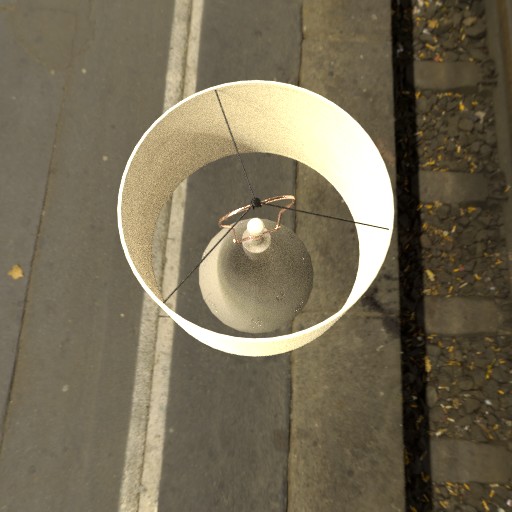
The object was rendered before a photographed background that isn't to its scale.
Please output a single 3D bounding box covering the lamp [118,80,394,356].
[{"bbox_3d":[0.000,0.000,0.744,0.330,0.521,0.330,0,77,0],"label":"lamp"}]
